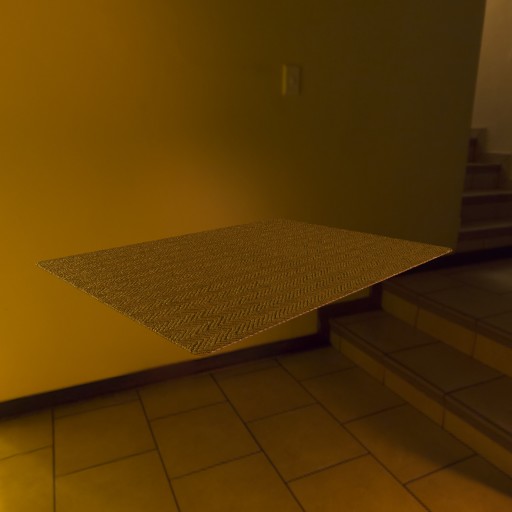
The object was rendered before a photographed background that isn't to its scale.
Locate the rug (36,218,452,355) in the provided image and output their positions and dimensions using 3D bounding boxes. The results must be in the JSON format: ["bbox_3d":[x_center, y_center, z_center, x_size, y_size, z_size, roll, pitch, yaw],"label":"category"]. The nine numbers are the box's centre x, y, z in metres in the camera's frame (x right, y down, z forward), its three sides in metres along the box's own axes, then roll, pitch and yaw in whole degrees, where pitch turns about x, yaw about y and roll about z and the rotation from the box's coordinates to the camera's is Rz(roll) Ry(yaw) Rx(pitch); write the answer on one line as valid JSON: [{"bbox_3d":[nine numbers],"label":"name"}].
[{"bbox_3d":[0.000,0.000,4.218,3.207,0.014,2.439,-14,21,-42],"label":"rug"}]
